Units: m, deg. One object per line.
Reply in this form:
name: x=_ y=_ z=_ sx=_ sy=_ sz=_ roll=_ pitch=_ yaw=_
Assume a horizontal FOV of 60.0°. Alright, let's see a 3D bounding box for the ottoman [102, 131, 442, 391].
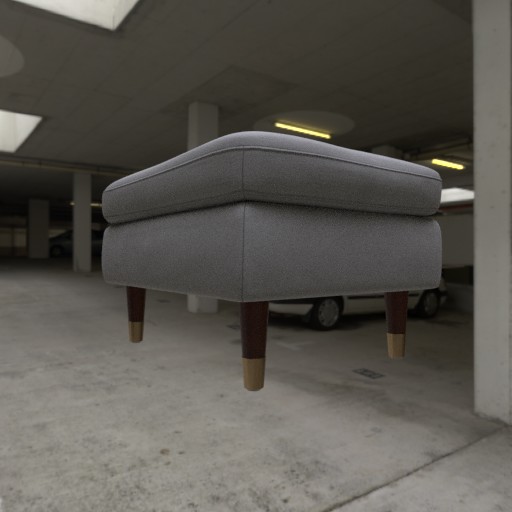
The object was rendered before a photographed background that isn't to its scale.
ottoman: x=0.000 y=0.000 z=1.124 sx=0.593 sy=0.478 sz=0.747 roll=0 pitch=0 yaw=-37
